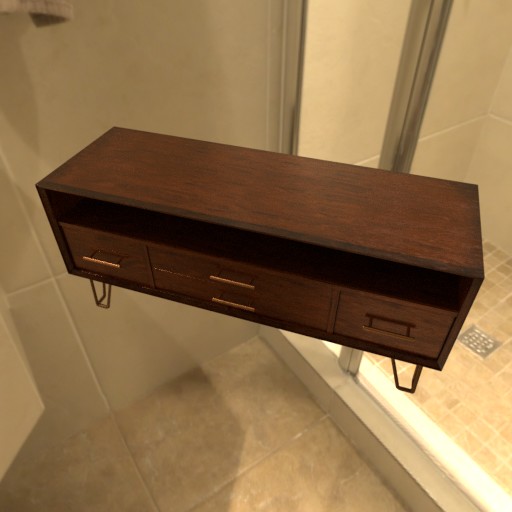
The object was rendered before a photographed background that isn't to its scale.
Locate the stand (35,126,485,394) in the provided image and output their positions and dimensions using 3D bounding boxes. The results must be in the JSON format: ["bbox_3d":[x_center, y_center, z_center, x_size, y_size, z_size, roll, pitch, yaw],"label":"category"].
[{"bbox_3d":[0.000,0.000,1.646,1.372,0.610,0.481,13,42,14],"label":"stand"}]
